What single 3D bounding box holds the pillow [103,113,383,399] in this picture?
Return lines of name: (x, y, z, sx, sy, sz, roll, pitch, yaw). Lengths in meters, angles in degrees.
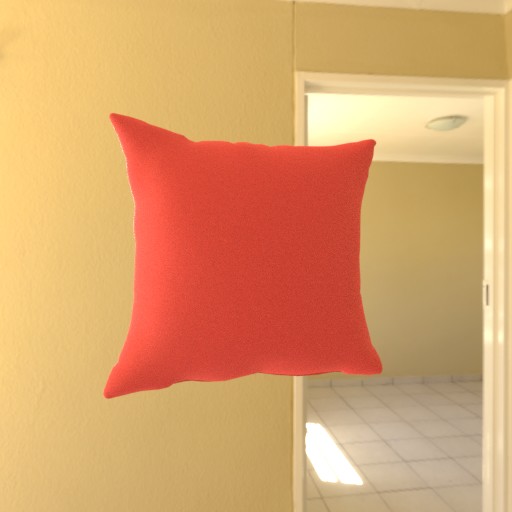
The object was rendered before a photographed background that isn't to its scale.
pillow: (0.000, 0.000, 0.857, 0.559, 0.501, 0.229, 0, 0, -18)
